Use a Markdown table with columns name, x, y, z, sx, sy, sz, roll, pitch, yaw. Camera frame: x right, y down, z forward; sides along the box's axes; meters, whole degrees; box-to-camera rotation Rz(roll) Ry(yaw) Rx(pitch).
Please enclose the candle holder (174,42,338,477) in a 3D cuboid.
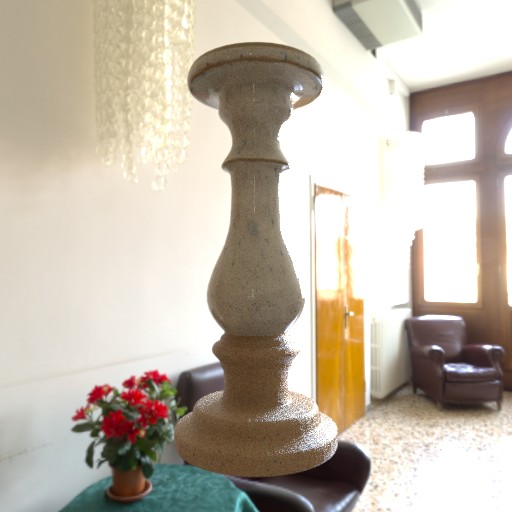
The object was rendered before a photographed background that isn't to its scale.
| name | x | y | z | sx | sy | sz | roll | pitch | yaw |
| --- | --- | --- | --- | --- | --- | --- | --- | --- | --- |
| candle holder | 0.000 | 0.000 | 0.244 | 0.088 | 0.203 | 0.088 | 0 | -2 | 0 |
